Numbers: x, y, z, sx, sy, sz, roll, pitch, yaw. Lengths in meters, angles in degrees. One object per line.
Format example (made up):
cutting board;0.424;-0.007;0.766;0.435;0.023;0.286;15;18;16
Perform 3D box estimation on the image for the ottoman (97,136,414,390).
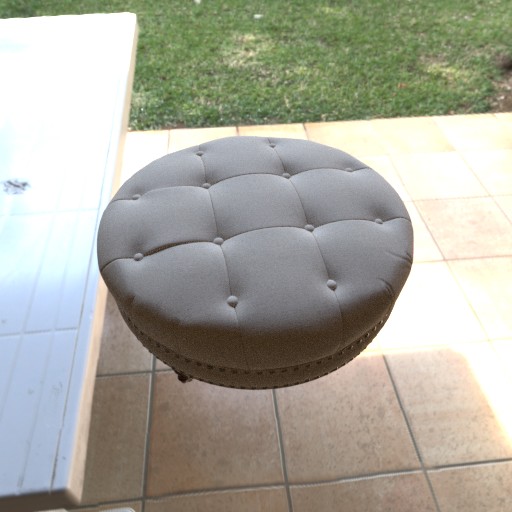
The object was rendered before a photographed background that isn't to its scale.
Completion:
ottoman;0.000;0.000;1.453;0.940;0.483;0.940;0;46;0
